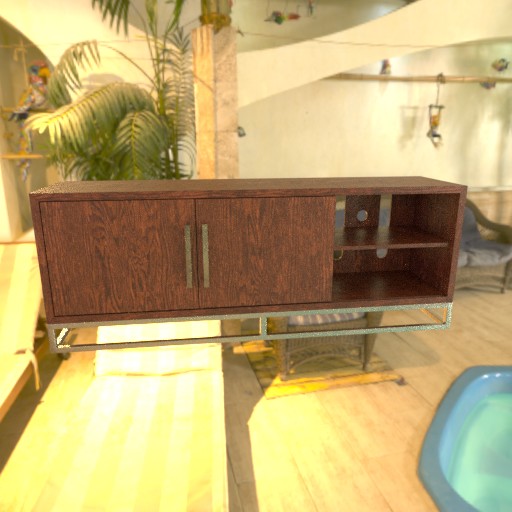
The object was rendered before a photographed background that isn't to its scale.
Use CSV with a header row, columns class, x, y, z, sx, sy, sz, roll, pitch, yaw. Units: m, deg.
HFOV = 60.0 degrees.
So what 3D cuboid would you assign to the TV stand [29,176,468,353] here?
class,x,y,z,sx,sy,sz,roll,pitch,yaw
TV stand,0.000,0.000,1.784,1.541,0.578,0.382,-2,16,-7
